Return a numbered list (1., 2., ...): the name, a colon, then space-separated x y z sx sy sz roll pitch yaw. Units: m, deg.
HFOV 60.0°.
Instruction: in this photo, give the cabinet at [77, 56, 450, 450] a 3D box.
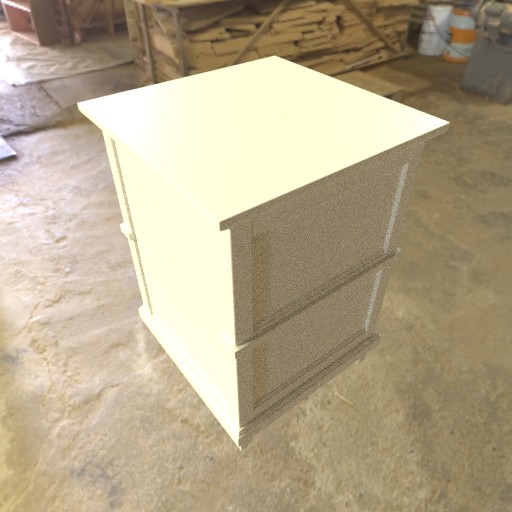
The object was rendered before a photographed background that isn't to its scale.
1. cabinet: 0.000 0.000 1.159 0.547 0.775 0.544 -26 47 -28
